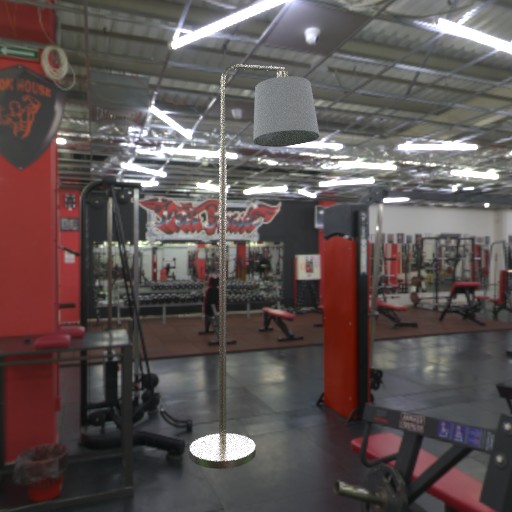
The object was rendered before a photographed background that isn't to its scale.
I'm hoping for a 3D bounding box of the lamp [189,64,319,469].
[{"bbox_3d":[0.000,0.000,1.702,0.508,1.478,0.254,0,0,-18],"label":"lamp"}]
